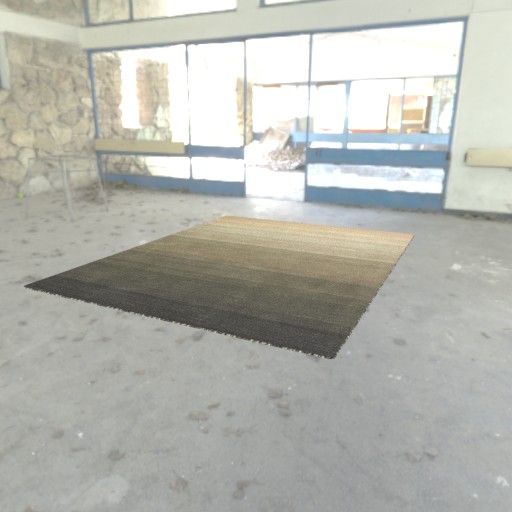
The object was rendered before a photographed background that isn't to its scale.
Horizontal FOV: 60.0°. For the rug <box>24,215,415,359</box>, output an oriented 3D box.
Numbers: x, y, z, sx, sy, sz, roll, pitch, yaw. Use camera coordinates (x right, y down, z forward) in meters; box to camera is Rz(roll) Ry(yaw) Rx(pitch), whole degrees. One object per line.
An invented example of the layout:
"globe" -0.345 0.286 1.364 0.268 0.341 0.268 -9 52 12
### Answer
"rug" 0.000 0.000 3.924 2.305 0.017 2.902 8 18 25
